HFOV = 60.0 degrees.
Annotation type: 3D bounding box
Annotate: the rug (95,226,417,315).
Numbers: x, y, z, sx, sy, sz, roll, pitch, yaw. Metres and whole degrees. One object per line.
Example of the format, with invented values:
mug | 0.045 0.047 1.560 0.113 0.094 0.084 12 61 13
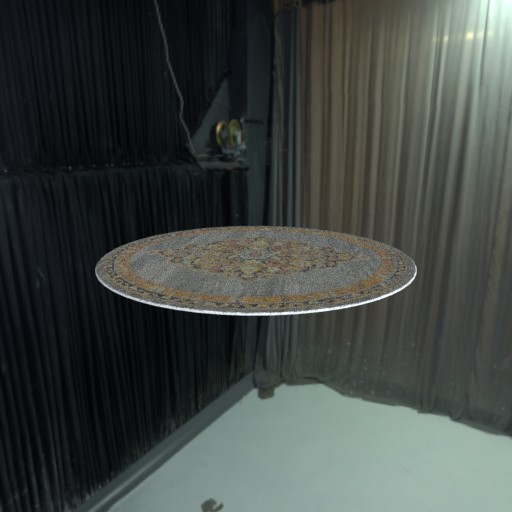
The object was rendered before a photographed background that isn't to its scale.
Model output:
rug | 0.000 0.000 2.336 1.598 0.010 1.598 0 15 0
